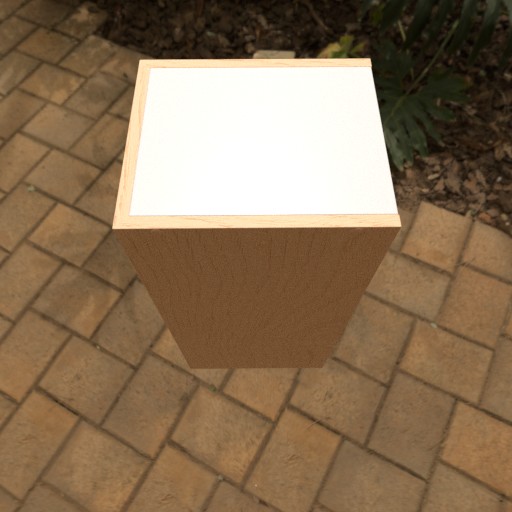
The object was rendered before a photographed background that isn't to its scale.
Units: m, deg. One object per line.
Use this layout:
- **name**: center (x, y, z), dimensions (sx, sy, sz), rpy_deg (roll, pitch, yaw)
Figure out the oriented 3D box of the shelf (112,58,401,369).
- **shelf**: center (0.000, 0.000, 0.767), dimensions (0.290, 0.600, 0.250), rpy_deg (0, 63, 0)
